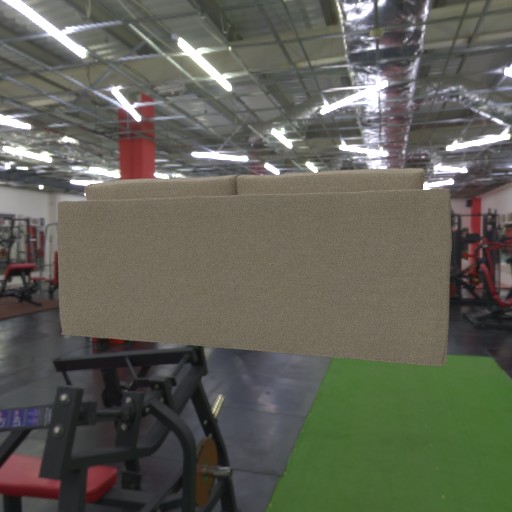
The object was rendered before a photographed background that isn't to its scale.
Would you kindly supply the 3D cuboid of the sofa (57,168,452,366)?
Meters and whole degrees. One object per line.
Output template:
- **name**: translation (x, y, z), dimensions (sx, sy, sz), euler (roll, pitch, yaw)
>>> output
- **sofa**: translation (0.000, 0.000, 2.518), dimensions (1.987, 0.847, 0.956), euler (1, 2, 19)
